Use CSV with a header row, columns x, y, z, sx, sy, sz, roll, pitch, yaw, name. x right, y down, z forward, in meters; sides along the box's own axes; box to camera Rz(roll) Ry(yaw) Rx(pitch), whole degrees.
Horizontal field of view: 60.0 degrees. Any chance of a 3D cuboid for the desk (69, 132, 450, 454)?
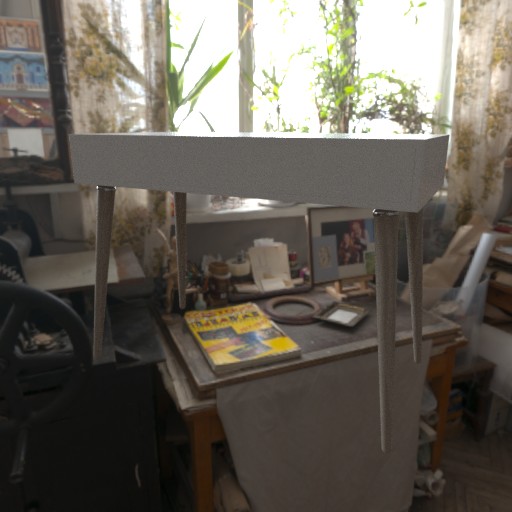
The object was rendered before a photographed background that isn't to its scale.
x,y,z,sx,sy,sz,roll,pitch,yaw,name
0.000,0.000,1.365,0.979,0.723,0.491,9,19,27,desk
